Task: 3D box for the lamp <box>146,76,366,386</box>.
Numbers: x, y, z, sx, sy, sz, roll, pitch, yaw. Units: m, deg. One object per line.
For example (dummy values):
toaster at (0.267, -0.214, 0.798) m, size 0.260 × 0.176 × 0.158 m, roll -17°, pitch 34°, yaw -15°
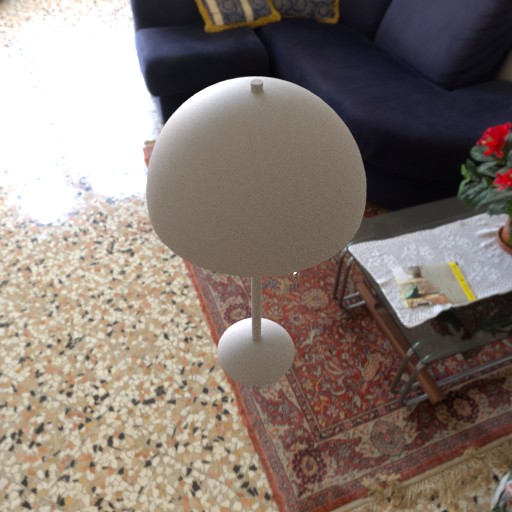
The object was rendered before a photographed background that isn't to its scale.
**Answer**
lamp at (0.000, 0.000, 0.407) m, size 0.171 × 0.330 × 0.171 m, roll 0°, pitch 47°, yaw 0°
